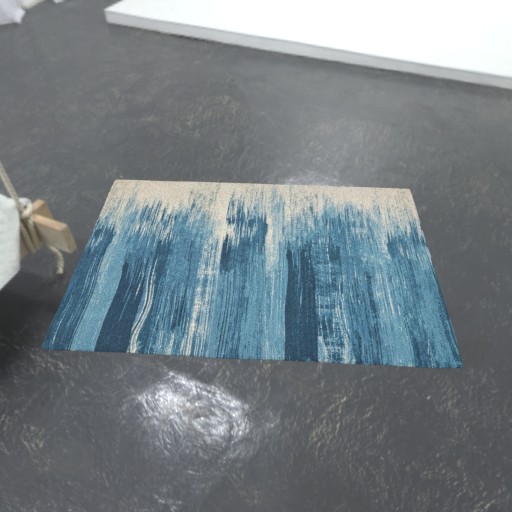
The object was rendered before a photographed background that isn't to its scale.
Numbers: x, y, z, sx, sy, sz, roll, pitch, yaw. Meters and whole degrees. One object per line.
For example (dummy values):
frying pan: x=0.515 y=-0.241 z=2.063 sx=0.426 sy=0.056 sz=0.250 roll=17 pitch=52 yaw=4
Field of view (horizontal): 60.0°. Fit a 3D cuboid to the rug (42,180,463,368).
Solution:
rug: x=0.000 y=0.000 z=2.330 sx=1.836 sy=0.009 sz=1.232 roll=2 pitch=47 yaw=2
